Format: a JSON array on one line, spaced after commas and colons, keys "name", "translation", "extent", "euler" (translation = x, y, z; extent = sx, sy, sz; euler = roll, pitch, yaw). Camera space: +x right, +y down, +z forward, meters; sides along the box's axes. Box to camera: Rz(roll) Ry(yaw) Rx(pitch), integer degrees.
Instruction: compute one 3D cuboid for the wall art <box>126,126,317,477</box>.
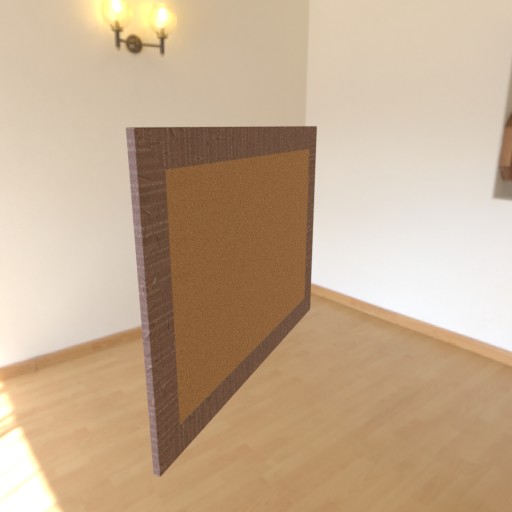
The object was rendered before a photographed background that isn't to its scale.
[{"name": "wall art", "translation": [0.000, 0.000, 1.356], "extent": [0.020, 0.761, 1.056], "euler": [8, 18, 24]}]
